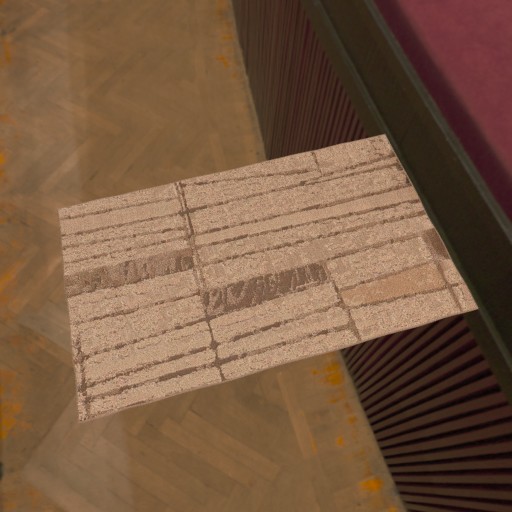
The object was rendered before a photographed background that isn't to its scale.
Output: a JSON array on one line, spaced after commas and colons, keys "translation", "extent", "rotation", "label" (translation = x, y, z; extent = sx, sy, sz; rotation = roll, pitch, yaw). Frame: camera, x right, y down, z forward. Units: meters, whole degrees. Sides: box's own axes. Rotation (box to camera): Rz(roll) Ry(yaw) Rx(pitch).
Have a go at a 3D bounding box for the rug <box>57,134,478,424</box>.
[{"translation": [0.000, 0.000, 1.024], "extent": [0.867, 0.007, 0.515], "rotation": [-14, 64, -7], "label": "rug"}]
